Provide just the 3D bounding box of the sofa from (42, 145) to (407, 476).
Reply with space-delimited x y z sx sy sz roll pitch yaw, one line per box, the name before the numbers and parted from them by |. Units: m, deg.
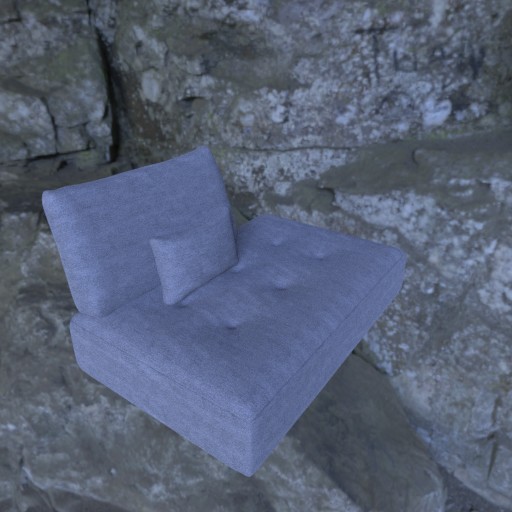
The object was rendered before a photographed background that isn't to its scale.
sofa | 0.000 0.000 2.046 1.002 0.820 1.450 18 32 31
